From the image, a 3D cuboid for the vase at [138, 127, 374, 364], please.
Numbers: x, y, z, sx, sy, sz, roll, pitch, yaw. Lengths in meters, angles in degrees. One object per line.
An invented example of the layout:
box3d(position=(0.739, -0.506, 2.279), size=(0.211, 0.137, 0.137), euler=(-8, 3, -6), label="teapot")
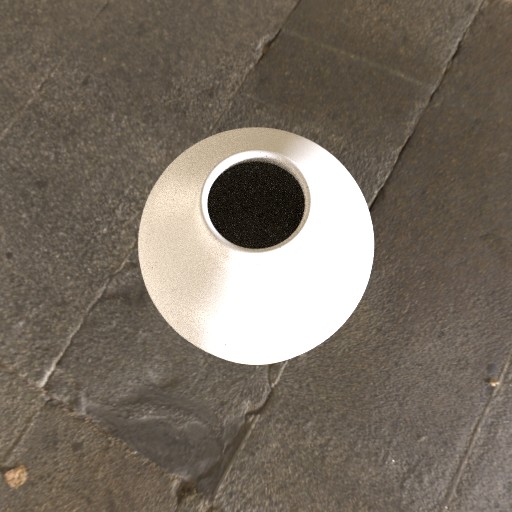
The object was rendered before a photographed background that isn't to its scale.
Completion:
box3d(position=(0.000, 0.000, 0.358), size=(0.169, 0.240, 0.169), euler=(0, 75, 0), label="vase")
